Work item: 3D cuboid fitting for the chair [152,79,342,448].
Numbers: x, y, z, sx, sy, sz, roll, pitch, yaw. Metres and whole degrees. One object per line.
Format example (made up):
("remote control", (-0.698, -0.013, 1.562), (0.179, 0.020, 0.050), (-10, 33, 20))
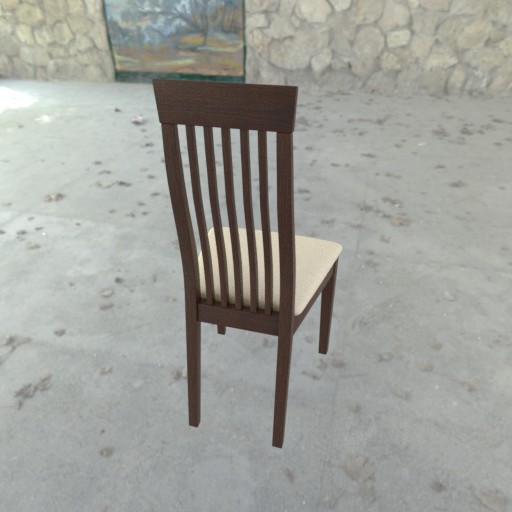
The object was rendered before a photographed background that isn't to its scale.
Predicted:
("chair", (0.000, 0.000, 1.288), (0.460, 1.027, 0.474), (8, 32, 14))
